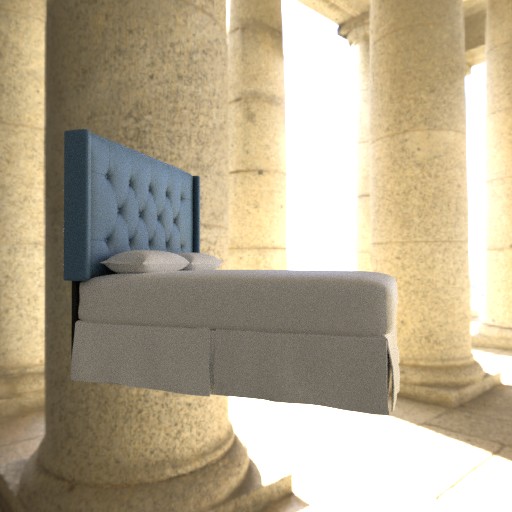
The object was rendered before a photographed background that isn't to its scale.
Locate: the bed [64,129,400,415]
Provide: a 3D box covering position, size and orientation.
[{"bbox_3d":[0.000,0.000,3.368,2.078,1.665,1.719,0,-1,18],"label":"bed"}]
